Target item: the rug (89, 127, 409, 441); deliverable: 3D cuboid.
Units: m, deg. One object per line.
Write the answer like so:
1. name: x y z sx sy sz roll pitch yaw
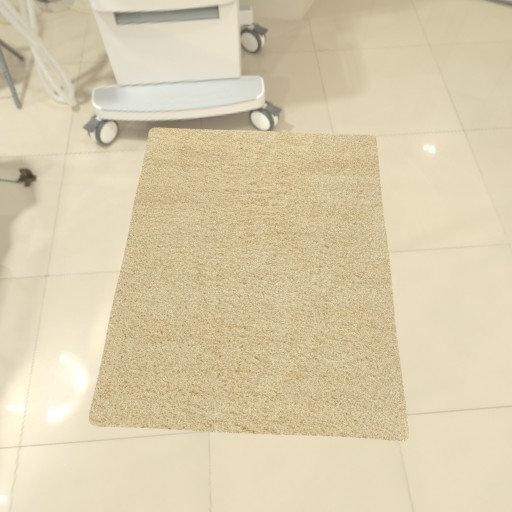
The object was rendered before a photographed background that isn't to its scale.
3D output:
1. rug: 0.000 0.000 4.001 2.401 0.025 3.001 2 62 1
